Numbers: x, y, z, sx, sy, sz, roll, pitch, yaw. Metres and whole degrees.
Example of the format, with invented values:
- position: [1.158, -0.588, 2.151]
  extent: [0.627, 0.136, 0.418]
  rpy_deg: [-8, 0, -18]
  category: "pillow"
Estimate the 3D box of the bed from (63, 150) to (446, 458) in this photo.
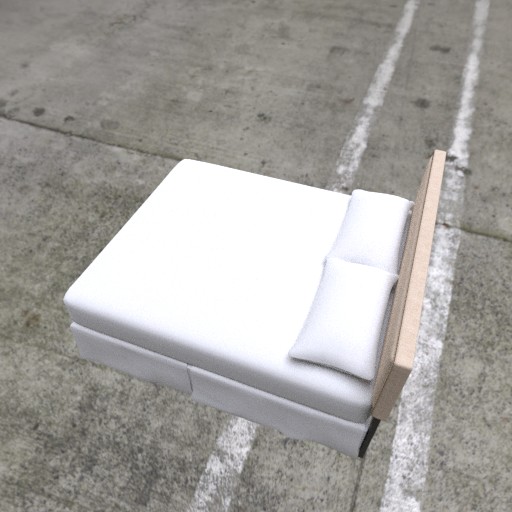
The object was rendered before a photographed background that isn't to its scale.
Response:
- position: [0.000, 0.000, 2.781]
  extent: [1.876, 1.016, 1.616]
  rpy_deg: [16, 48, 14]
  category: "bed"
